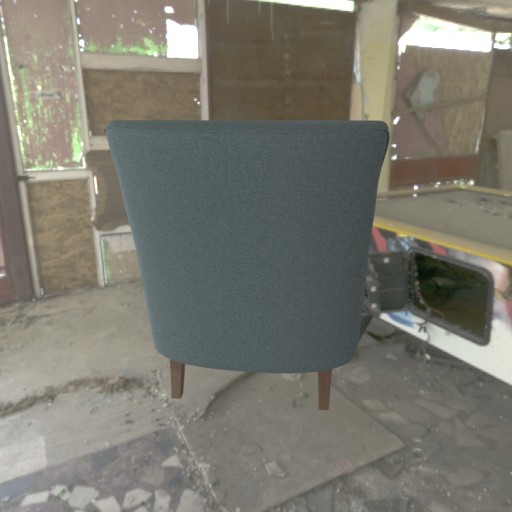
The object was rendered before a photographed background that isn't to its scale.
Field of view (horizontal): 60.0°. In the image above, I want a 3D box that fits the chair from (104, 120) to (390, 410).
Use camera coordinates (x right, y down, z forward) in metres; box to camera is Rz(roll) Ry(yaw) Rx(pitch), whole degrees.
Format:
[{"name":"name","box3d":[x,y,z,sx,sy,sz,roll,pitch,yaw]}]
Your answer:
[{"name":"chair","box3d":[0.000,0.000,1.561,0.756,0.916,0.879,2,17,7]}]
